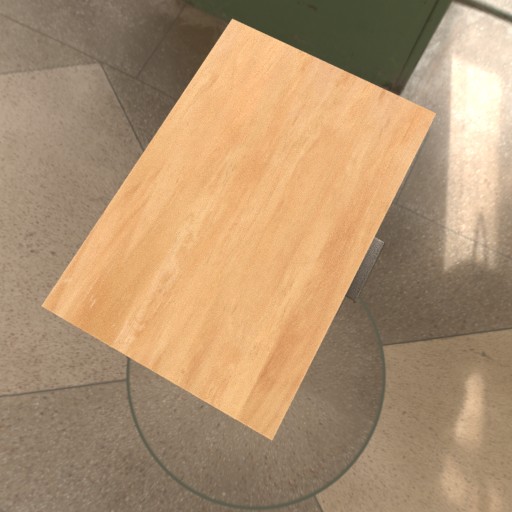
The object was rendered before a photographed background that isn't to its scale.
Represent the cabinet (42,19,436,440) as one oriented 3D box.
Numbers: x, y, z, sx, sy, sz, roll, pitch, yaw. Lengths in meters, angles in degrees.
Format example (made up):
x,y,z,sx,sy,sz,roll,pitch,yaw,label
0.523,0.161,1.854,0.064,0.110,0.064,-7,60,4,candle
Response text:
x,y,z,sx,sy,sz,roll,pitch,yaw,label
0.000,0.000,0.954,0.394,0.599,0.551,28,78,7,cabinet
